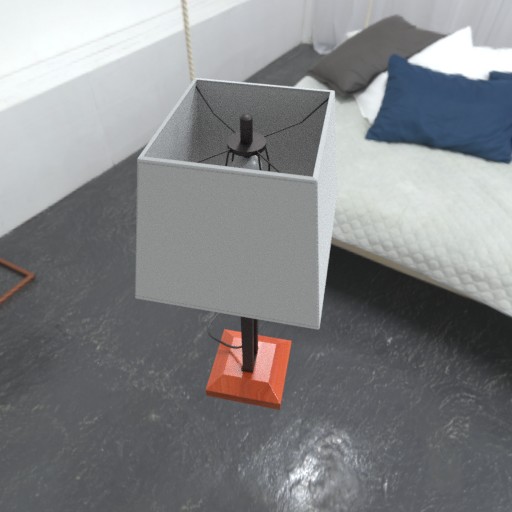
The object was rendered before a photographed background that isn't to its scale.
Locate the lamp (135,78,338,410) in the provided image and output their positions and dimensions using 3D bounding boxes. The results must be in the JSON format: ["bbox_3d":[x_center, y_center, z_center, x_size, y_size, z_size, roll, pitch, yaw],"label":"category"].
[{"bbox_3d":[0.000,0.000,0.970,0.310,0.737,0.498,9,46,8],"label":"lamp"}]
